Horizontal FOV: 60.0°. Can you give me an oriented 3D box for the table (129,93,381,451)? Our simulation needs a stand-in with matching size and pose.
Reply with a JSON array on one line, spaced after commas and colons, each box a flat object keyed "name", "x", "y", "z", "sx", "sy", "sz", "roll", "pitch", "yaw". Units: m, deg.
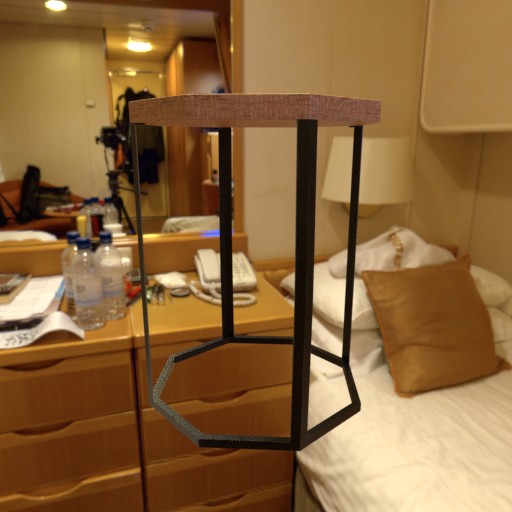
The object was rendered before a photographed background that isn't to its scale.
[{"name": "table", "x": 0.000, "y": 0.000, "z": 0.856, "sx": 0.437, "sy": 0.553, "sz": 0.437, "roll": 7, "pitch": 16, "yaw": 25}]
